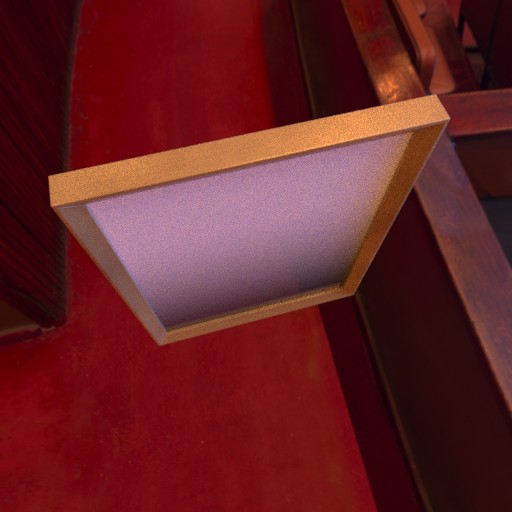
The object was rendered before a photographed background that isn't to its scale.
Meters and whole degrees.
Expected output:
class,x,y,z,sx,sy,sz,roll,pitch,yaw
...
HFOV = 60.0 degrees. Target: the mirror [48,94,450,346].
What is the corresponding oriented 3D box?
class,x,y,z,sx,sy,sz,roll,pitch,yaw
mirror,0.000,0.000,0.671,0.406,0.509,0.041,-14,65,-7
